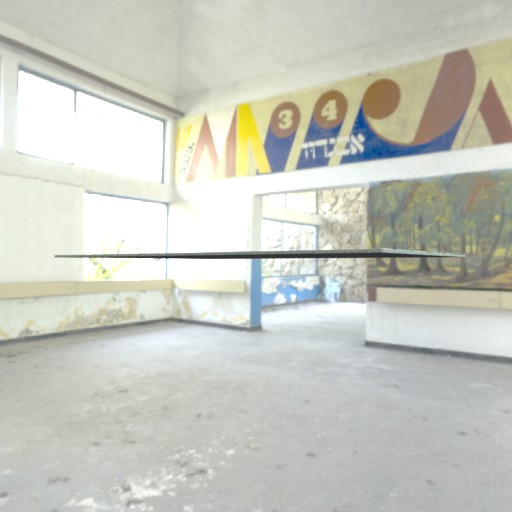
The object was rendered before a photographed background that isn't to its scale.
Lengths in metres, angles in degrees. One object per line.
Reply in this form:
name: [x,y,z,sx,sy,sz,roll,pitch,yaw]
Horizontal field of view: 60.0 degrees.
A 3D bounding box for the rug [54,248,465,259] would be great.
rug: [0.000,0.000,2.368,1.829,0.014,1.235,-1,-1,36]
